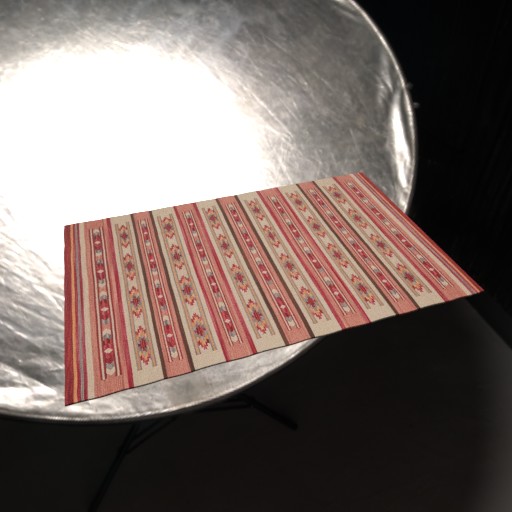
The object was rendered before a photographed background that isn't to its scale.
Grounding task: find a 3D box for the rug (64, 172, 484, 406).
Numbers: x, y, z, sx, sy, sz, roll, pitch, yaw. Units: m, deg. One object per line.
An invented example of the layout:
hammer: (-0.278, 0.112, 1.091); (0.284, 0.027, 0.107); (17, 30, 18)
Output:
rug: (0.000, 0.000, 2.957); (2.431, 0.010, 1.535); (-12, 42, -14)
